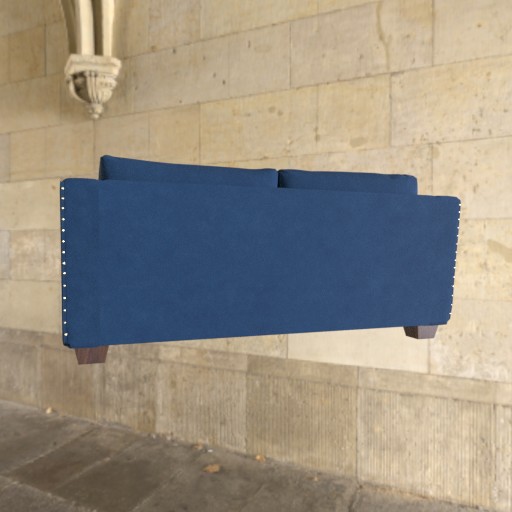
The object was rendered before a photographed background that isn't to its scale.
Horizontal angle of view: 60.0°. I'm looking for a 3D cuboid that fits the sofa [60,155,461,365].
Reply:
[{"bbox_3d":[0.000,0.000,2.719,2.107,0.983,1.104,0,1,-18],"label":"sofa"}]
